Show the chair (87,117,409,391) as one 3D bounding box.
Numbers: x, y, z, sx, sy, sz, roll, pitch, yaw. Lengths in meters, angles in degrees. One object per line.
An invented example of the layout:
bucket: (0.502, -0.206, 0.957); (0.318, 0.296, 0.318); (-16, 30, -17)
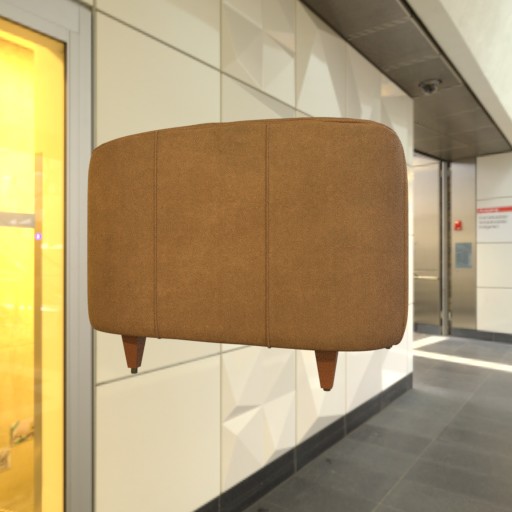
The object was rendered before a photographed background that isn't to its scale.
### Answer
chair: (0.000, 0.000, 1.717); (1.118, 0.787, 0.914); (0, 0, 18)
